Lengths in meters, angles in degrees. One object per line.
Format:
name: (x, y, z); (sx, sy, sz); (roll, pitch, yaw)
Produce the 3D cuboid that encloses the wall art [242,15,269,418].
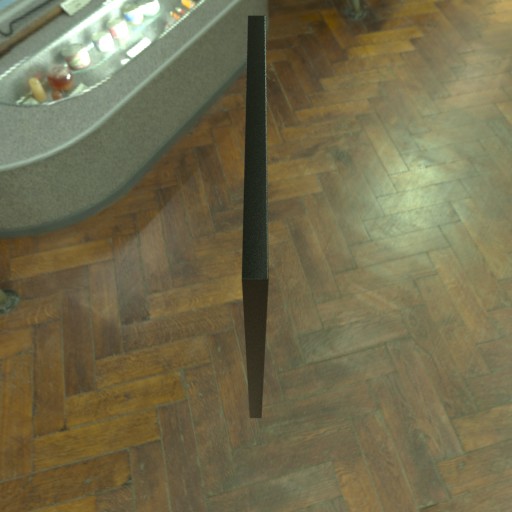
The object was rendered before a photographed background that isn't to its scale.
wall art: (0.000, 0.000, 0.578); (0.019, 0.455, 0.314); (0, 59, 0)
